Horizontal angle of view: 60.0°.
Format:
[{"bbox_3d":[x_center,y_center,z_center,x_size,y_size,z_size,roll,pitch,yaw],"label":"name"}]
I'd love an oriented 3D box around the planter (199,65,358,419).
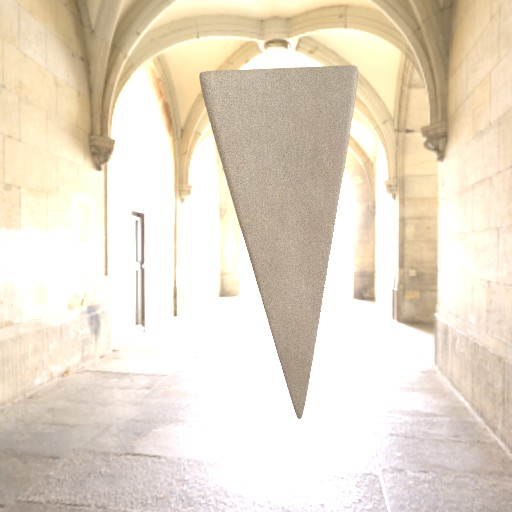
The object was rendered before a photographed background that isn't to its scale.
[{"bbox_3d":[0.000,0.000,0.280,0.081,0.224,0.101,-1,1,-37],"label":"planter"}]
